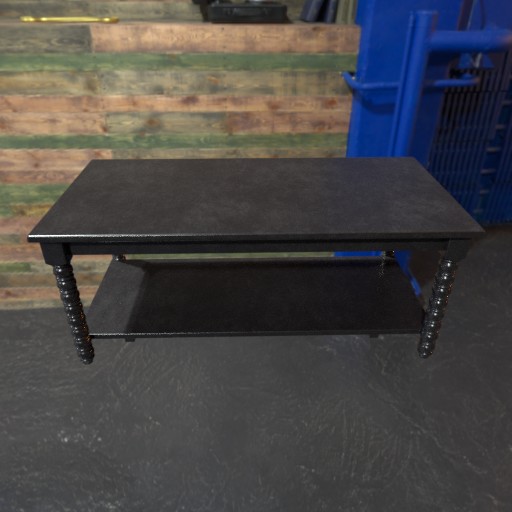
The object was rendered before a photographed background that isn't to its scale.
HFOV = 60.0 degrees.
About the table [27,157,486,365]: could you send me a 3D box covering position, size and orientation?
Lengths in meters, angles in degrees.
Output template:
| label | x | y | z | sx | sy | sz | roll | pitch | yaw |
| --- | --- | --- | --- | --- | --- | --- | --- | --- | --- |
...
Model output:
| label | x | y | z | sx | sy | sz | roll | pitch | yaw |
| --- | --- | --- | --- | --- | --- | --- | --- | --- | --- |
| table | 0.000 | 0.000 | 1.490 | 1.171 | 0.487 | 0.580 | -1 | 32 | -1 |
